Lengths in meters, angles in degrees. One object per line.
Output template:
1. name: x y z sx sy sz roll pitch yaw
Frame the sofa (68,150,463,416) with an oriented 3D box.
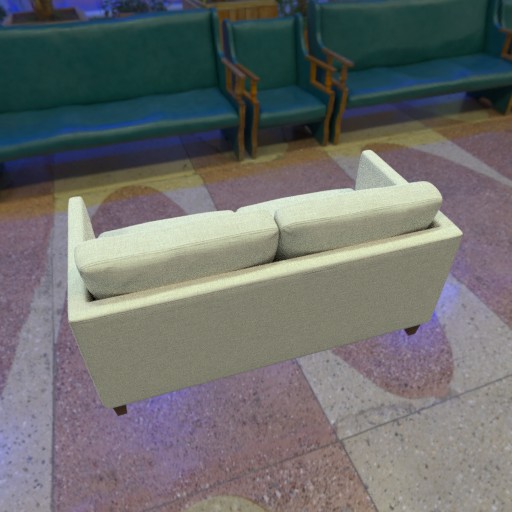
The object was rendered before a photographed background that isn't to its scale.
1. sofa: 0.000 0.000 2.435 1.838 0.963 0.950 -12 42 -13
